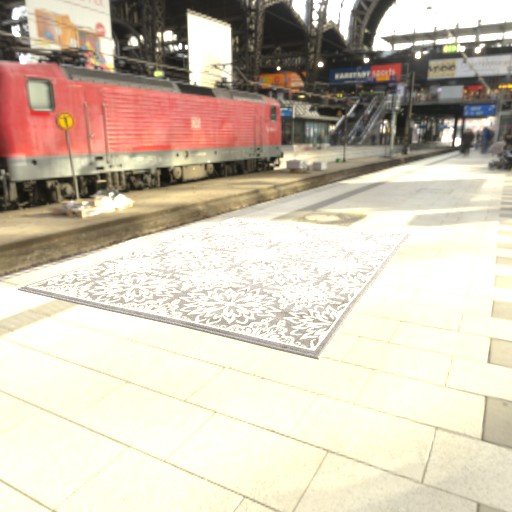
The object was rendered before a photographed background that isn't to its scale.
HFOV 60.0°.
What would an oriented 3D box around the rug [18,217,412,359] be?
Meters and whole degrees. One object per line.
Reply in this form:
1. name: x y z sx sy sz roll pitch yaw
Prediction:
1. rug: 0.000 0.000 2.855 1.608 0.014 2.213 8 17 26
